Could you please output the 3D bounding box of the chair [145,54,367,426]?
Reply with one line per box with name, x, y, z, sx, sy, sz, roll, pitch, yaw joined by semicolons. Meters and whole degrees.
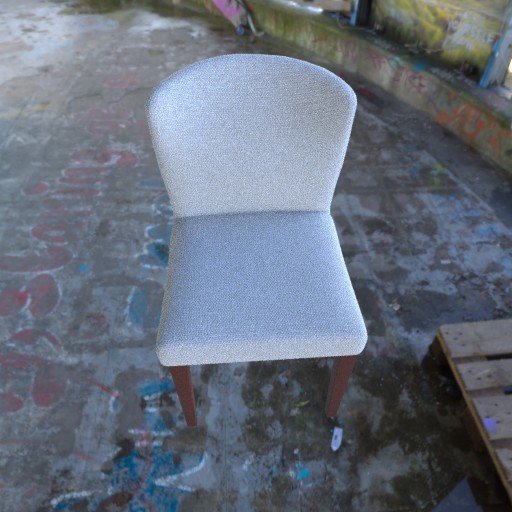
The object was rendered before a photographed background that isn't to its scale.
chair;0.000;0.000;1.182;0.491;0.839;0.589;-3;46;-3
